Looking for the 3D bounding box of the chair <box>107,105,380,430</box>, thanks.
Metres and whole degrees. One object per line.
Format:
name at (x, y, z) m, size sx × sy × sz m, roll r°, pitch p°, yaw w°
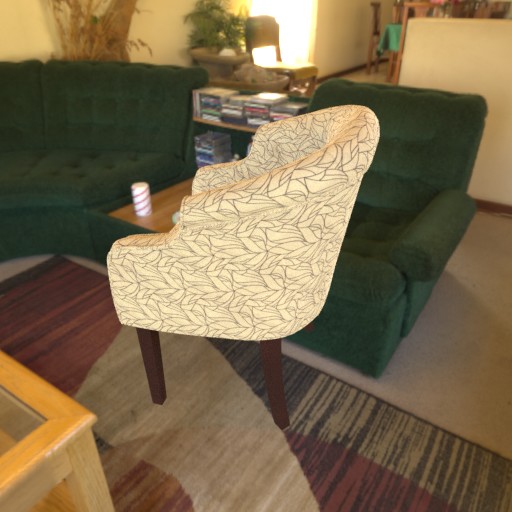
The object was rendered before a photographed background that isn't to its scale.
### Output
chair at (0.000, 0.000, 1.323) m, size 0.613 × 0.858 × 0.686 m, roll 8°, pitch 32°, yaw 14°
